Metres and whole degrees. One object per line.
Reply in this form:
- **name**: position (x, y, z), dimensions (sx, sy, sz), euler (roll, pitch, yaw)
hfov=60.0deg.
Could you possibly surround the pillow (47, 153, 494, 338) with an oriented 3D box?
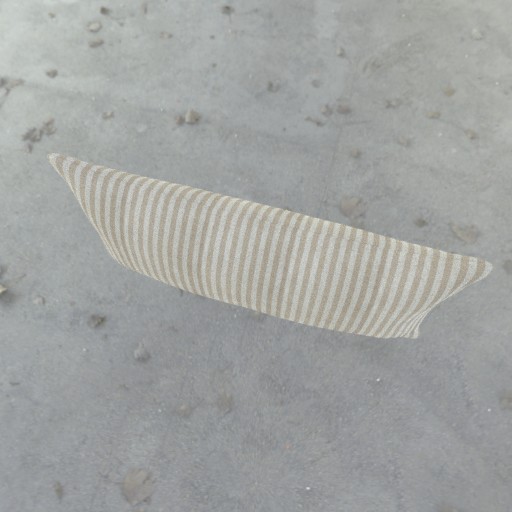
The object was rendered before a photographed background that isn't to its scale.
- **pillow**: position (0.000, 0.000, 0.716), dimensions (0.617, 0.295, 0.151), euler (15, 64, 7)
